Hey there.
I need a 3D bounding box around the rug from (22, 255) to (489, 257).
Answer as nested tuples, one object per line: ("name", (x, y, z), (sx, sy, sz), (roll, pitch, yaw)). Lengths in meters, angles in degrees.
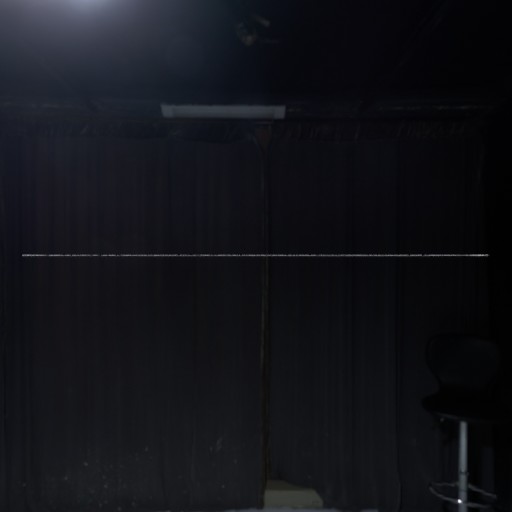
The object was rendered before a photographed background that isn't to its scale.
("rug", (0.000, 0.000, 3.067), (2.442, 0.010, 1.546), (0, 0, 1))
